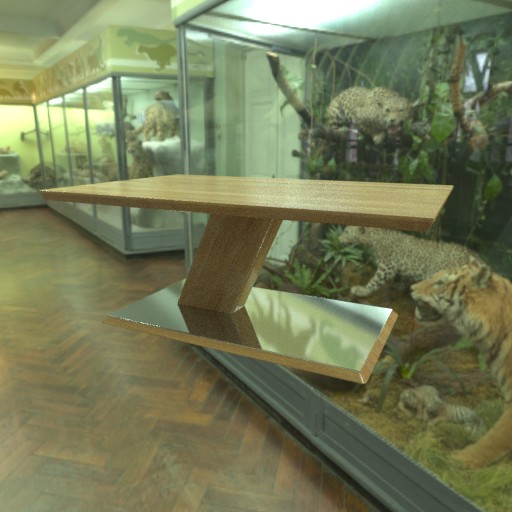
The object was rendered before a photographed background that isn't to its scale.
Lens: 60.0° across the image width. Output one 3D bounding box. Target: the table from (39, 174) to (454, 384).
[{"bbox_3d":[0.000,0.000,1.440,1.100,0.441,0.692,7,16,25],"label":"table"}]
